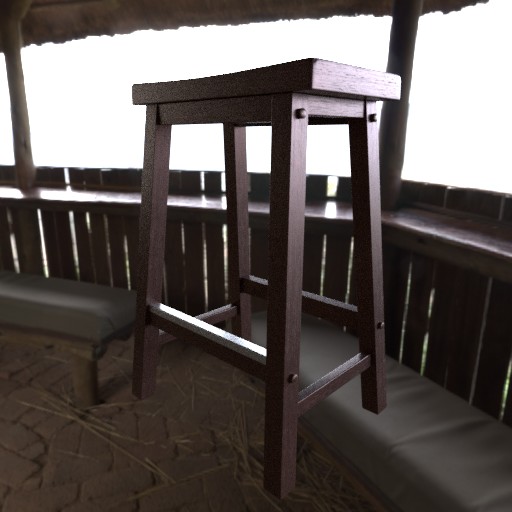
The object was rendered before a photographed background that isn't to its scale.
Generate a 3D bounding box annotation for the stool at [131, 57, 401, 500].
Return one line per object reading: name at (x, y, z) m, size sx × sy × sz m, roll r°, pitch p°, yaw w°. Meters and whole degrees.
stool at (0.000, 0.000, 0.819) m, size 0.406 × 0.610 × 0.322 m, roll 14°, pitch 20°, yaw 42°
